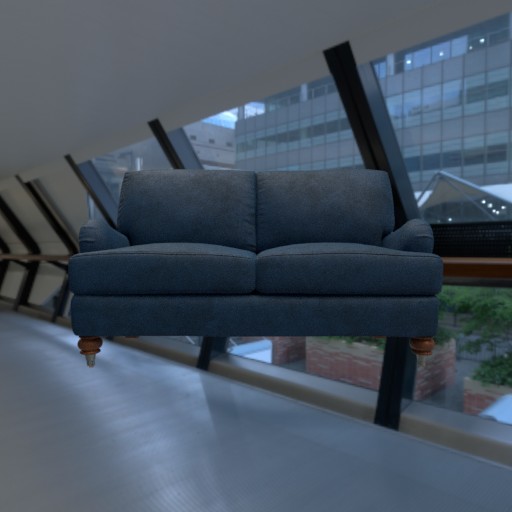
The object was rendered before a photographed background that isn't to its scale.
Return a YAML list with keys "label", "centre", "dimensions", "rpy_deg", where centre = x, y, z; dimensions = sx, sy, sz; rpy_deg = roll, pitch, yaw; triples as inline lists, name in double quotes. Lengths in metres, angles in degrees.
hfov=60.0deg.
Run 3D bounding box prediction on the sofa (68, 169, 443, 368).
- label: "sofa"
  centre: [0.000, 0.000, 2.616]
  dimensions: [1.853, 1.101, 1.084]
  rpy_deg: [0, 2, 0]
